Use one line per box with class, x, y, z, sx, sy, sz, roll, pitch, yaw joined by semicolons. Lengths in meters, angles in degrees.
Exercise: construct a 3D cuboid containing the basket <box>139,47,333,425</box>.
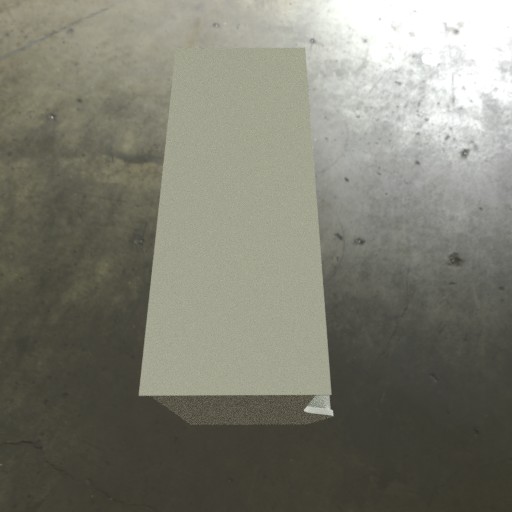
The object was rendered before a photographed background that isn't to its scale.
basket;0.000;0.000;1.158;0.376;0.625;0.792;0;64;0
